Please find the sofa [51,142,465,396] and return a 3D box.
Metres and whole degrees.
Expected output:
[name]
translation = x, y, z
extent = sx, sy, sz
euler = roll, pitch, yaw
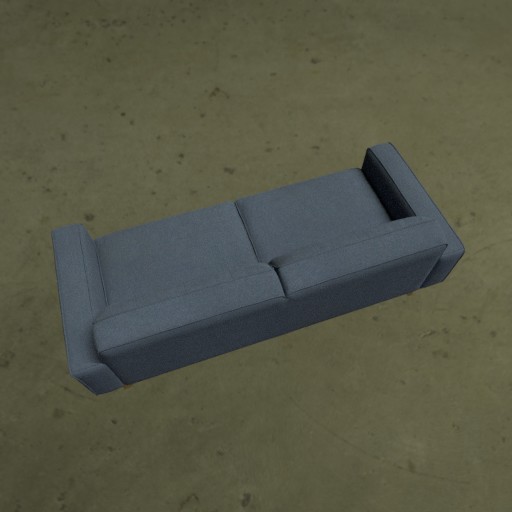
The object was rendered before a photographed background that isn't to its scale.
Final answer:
[sofa]
translation = 0.000, 0.000, 2.723
extent = 2.270, 0.782, 0.953
euler = -16, 60, -10
